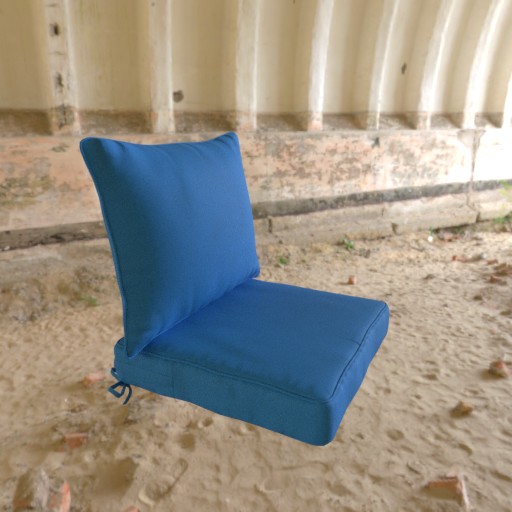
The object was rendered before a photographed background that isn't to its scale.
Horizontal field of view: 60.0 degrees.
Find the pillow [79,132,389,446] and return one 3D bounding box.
[{"bbox_3d":[0.000,0.000,1.370,0.733,0.725,0.798,8,19,26],"label":"pillow"}]
